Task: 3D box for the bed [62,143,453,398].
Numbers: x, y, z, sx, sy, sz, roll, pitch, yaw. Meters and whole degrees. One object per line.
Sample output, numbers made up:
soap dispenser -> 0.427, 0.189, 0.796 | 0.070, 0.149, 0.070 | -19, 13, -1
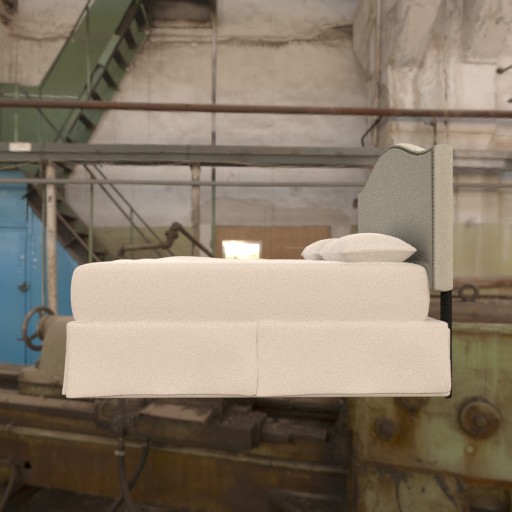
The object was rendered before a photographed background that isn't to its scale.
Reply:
bed -> 0.000, 0.000, 3.285 | 2.180, 1.607, 1.813 | 0, 0, -1
